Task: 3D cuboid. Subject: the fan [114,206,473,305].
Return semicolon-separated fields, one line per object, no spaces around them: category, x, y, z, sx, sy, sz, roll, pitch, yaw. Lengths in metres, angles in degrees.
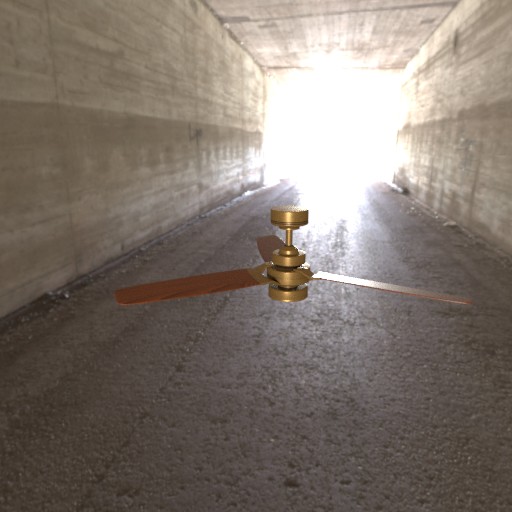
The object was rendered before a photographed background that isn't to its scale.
fan;0.000;0.000;2.033;1.271;0.425;1.416;-7;17;-25
